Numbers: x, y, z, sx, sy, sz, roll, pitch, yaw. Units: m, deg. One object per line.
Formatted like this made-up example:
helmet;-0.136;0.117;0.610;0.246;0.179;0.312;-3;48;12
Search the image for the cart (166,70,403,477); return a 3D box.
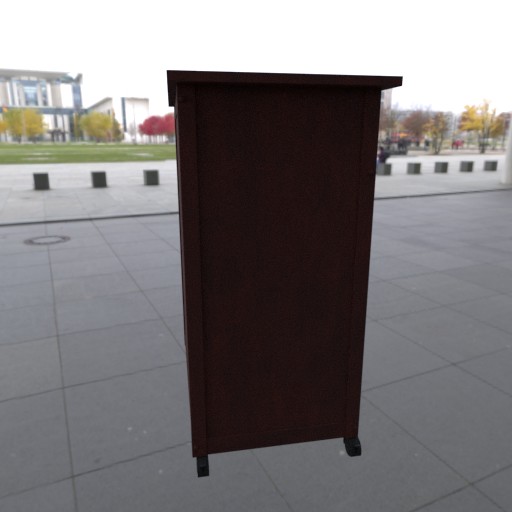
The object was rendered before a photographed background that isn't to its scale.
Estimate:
cart;0.000;0.000;1.238;0.442;0.864;0.683;-3;15;-10
